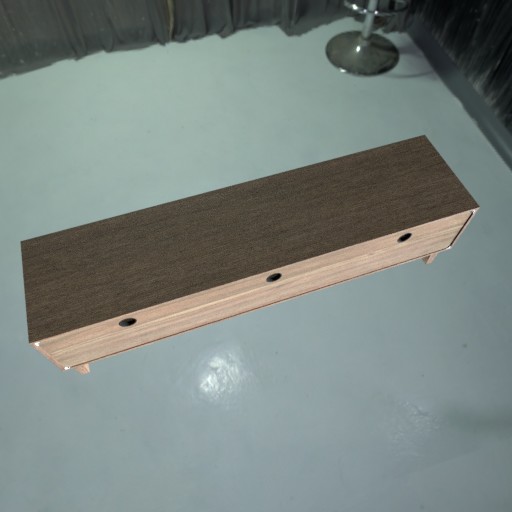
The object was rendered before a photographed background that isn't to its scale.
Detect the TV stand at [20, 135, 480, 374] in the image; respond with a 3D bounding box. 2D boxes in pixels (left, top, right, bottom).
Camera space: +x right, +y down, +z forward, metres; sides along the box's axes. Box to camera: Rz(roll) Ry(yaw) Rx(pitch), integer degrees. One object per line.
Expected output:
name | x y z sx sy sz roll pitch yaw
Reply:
TV stand | 0.000 0.000 1.640 1.482 0.409 0.366 -16 60 -10
